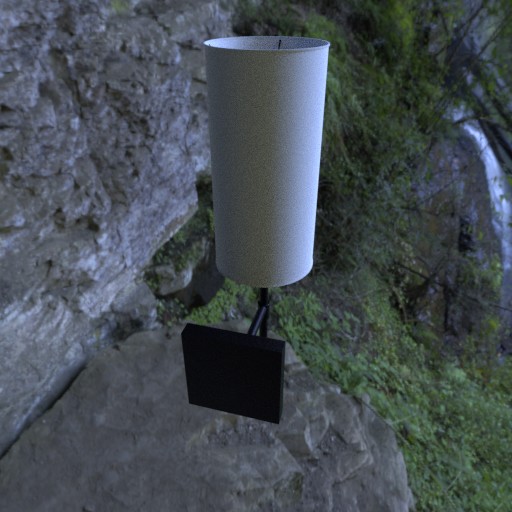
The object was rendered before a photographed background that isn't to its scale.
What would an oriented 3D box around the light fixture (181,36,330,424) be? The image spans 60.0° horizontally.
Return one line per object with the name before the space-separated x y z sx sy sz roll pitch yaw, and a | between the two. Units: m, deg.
light fixture | 0.000 0.000 0.538 0.128 0.462 0.208 8 32 13
